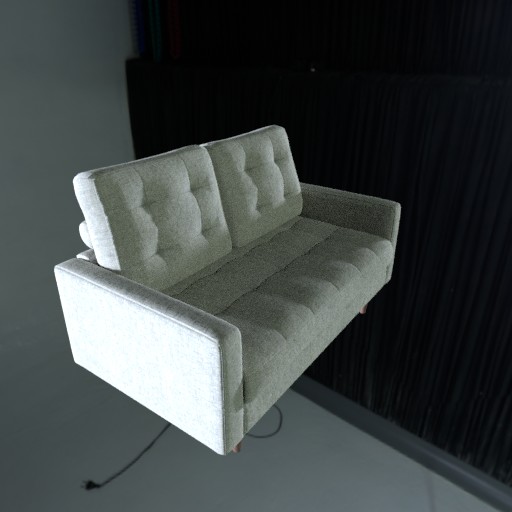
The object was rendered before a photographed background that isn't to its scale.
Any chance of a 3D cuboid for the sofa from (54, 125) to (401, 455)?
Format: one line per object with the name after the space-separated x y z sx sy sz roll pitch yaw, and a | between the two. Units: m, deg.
0.000 0.000 1.931 0.842 0.907 1.407 17 31 32 | sofa
